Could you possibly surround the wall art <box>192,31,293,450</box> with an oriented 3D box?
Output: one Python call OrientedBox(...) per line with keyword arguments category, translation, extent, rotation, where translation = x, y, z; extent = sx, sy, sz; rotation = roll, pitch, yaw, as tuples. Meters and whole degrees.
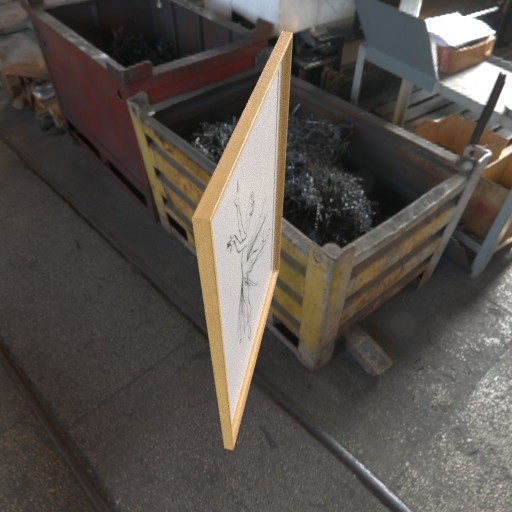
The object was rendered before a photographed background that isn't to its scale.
OrientedBox(category="wall art", translation=(0.000, 0.000, 1.337), extent=(0.030, 1.002, 0.798), rotation=(9, 48, 9))
